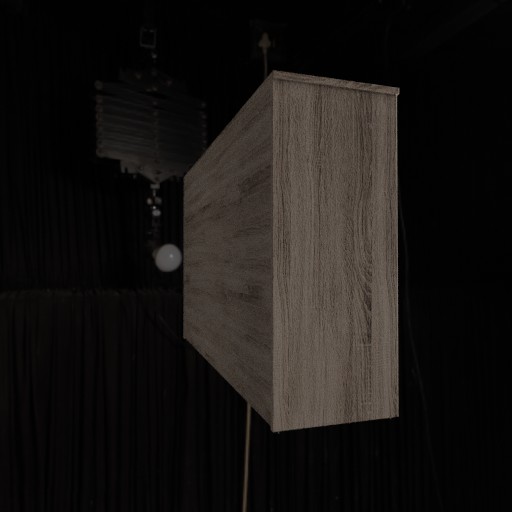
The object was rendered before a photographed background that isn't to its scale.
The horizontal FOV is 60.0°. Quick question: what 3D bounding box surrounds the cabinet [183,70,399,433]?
[{"bbox_3d":[0.000,0.000,1.843,0.380,0.900,1.450,0,-1,-18],"label":"cabinet"}]
